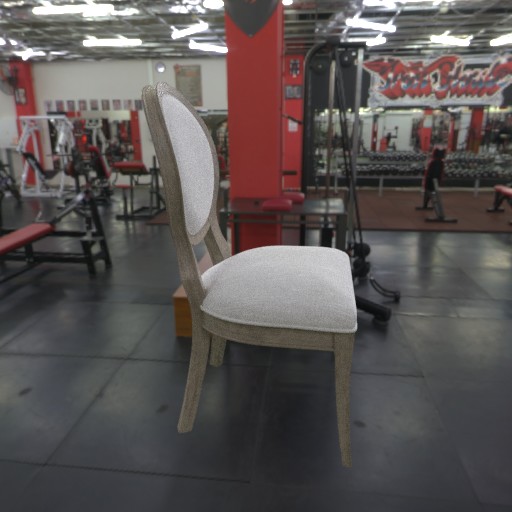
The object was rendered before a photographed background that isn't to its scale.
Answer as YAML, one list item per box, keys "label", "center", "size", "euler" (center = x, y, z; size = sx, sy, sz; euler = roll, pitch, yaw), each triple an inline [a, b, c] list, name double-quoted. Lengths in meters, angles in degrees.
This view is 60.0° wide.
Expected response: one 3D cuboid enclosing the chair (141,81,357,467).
- label: "chair"
  center: [0.000, 0.000, 1.338]
  size: [0.602, 0.990, 0.558]
  euler: [3, 17, 9]
